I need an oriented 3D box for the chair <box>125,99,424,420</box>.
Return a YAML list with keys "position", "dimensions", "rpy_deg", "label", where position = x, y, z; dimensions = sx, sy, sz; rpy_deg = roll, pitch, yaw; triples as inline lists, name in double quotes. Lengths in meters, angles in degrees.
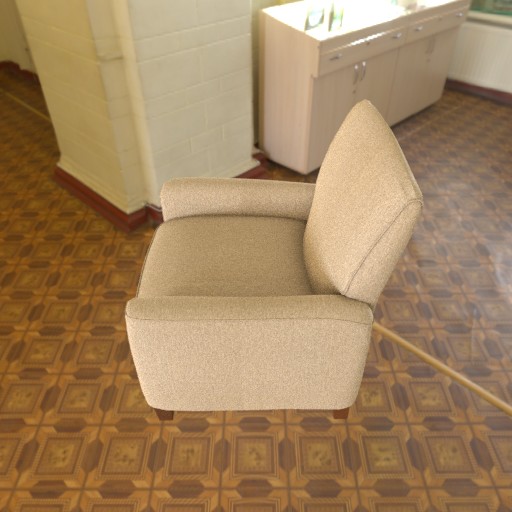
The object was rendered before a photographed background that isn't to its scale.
- position: [0.000, 0.000, 1.661]
  dimensions: [0.864, 1.014, 0.848]
  rpy_deg: [0, 39, 0]
  label: "chair"
